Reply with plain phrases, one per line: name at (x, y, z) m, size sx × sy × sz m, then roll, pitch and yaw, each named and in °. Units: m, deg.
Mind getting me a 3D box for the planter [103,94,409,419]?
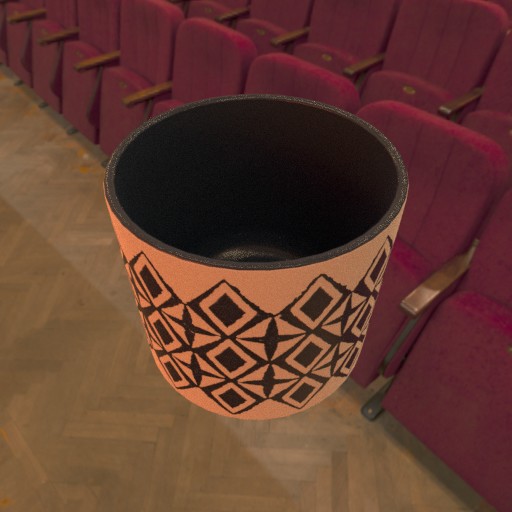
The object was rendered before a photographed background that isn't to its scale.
planter at (0.000, 0.000, 0.286) m, size 0.159 × 0.144 × 0.159 m, roll 0°, pitch 45°, yaw 0°
